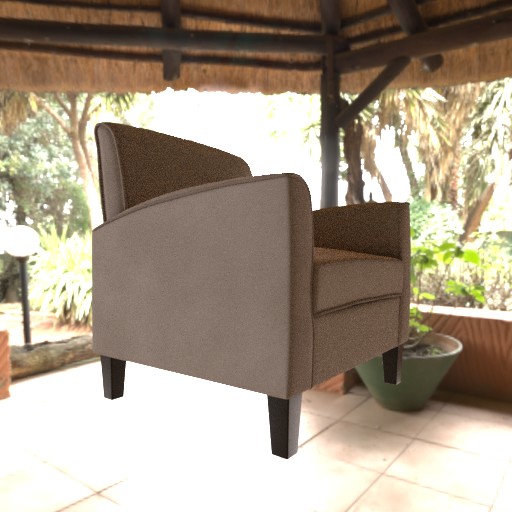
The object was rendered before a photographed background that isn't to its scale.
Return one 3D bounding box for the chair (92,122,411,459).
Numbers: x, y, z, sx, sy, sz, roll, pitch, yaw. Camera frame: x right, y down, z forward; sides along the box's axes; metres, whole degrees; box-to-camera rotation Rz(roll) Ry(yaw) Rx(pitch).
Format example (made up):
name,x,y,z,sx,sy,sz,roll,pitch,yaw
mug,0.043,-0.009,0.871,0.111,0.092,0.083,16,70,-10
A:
name,x,y,z,sx,sy,sz,roll,pitch,yaw
chair,0.000,0.000,1.524,0.820,0.915,0.820,1,1,37
